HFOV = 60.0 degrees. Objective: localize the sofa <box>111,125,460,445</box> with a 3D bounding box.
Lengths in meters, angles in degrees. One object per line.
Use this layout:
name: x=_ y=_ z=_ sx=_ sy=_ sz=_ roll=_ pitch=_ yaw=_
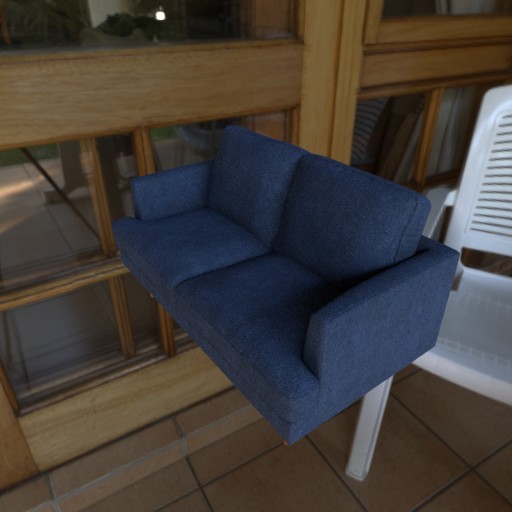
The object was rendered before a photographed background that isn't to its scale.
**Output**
sofa: x=0.000 y=0.000 z=2.171 sx=0.903 sy=0.944 sz=1.582 roll=-21 pitch=37 yaw=-31
